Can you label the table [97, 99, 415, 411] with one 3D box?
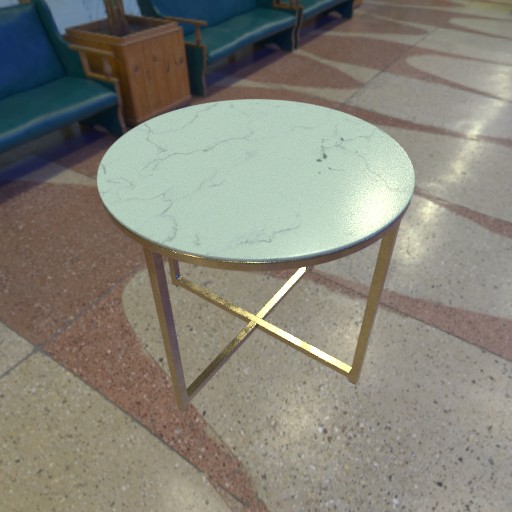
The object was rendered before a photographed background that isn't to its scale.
[{"bbox_3d":[0.000,0.000,0.858,0.500,0.420,0.500,0,41,0],"label":"table"}]
